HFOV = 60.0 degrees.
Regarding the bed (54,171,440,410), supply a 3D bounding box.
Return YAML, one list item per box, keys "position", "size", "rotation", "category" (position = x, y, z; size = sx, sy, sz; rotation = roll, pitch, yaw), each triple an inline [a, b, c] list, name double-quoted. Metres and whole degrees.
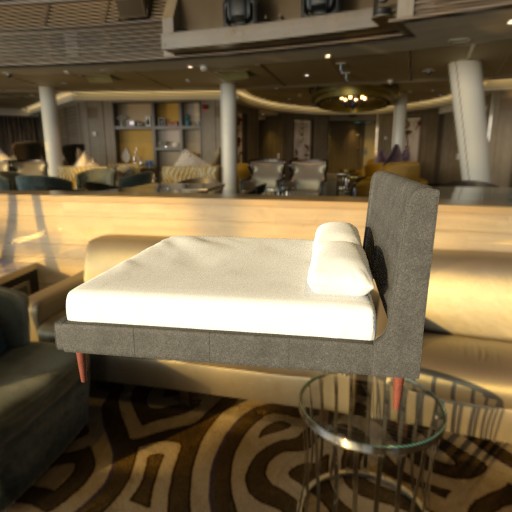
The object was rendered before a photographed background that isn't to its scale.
- position: [0.000, 0.000, 2.586]
  size: [1.638, 0.933, 1.531]
  rotation: [2, 13, 9]
  category: "bed"
